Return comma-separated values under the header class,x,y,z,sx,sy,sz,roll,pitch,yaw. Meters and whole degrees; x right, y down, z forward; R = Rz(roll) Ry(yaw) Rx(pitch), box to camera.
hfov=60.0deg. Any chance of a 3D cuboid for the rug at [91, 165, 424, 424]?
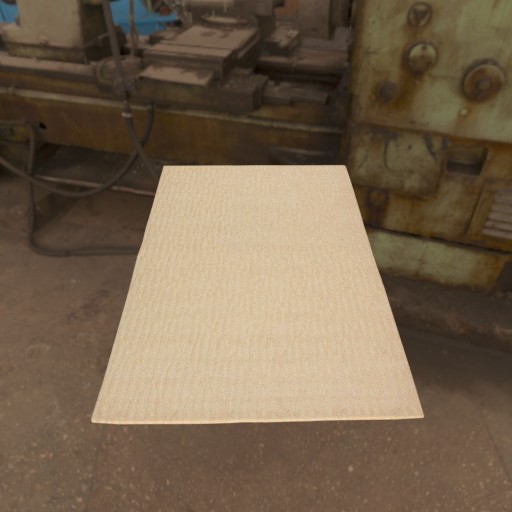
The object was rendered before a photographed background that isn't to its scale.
class,x,y,z,sx,sy,sz,roll,pitch,yaw
rug,0.000,0.000,2.319,1.238,0.014,1.848,0,42,0
